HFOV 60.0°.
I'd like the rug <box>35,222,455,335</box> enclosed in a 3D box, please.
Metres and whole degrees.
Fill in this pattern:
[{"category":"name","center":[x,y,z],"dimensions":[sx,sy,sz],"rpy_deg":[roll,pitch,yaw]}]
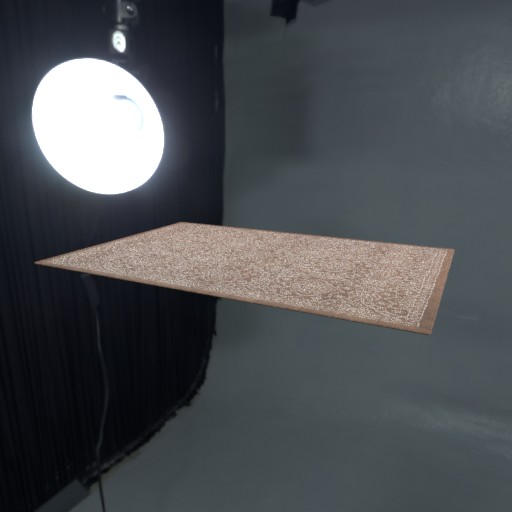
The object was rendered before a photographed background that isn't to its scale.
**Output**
[{"category":"rug","center":[0.000,0.000,2.878],"dimensions":[2.286,0.011,1.524],"rpy_deg":[7,17,26]}]
